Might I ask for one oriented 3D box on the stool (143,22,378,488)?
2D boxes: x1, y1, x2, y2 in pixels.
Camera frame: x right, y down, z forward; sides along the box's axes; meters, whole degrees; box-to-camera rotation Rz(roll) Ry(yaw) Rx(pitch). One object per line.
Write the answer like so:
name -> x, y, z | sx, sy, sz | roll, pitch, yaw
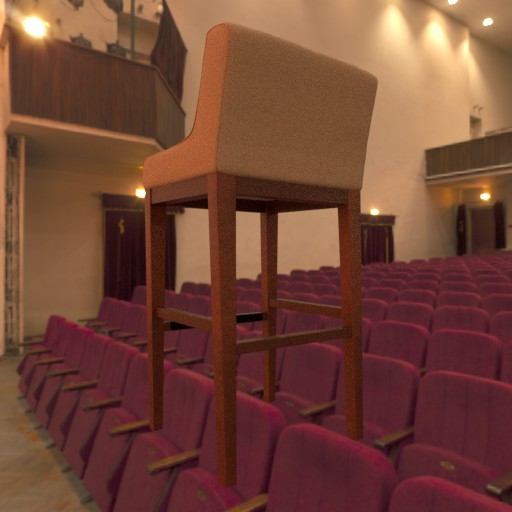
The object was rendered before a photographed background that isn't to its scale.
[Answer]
stool -> 0.000, 0.000, 1.280 | 0.511, 1.037, 0.500 | 0, 0, -36
